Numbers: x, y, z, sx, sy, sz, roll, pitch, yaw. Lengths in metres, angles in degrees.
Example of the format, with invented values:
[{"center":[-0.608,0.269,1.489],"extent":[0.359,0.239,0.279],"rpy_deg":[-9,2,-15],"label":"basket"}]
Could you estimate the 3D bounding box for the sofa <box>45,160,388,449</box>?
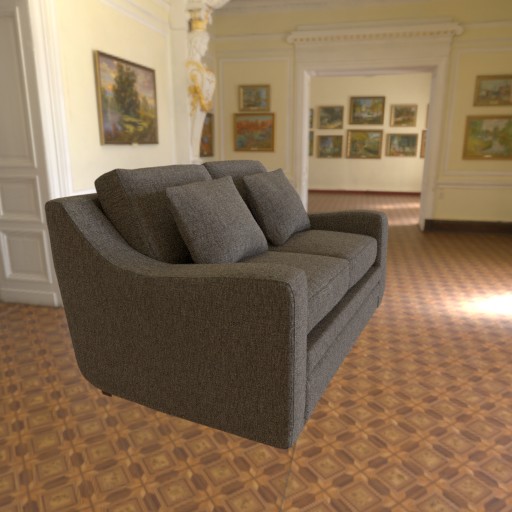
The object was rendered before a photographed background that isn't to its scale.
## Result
[{"center":[0.000,0.000,2.408],"extent":[1.120,0.991,1.778],"rpy_deg":[7,16,25],"label":"sofa"}]
